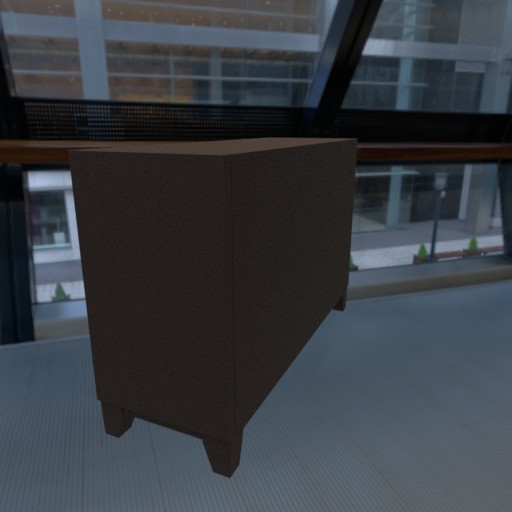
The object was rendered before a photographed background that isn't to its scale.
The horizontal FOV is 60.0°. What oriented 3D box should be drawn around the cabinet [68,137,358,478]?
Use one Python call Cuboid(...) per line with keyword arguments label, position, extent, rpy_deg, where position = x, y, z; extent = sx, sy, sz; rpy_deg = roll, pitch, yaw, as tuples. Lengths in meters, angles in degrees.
Cuboid(label="cabinet", position=(0.000, 0.000, 1.845), extent=(0.482, 0.914, 1.396), rpy_deg=(7, 18, 24))
